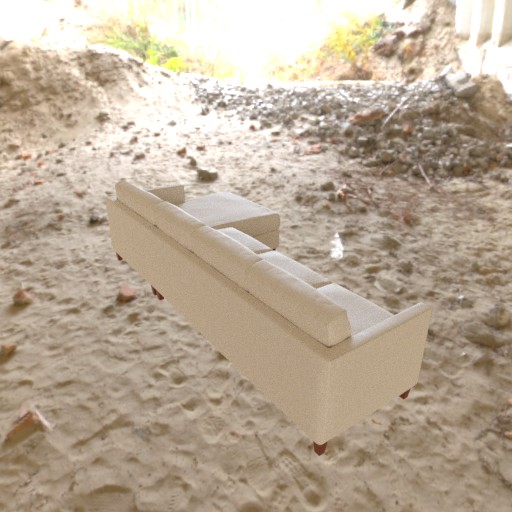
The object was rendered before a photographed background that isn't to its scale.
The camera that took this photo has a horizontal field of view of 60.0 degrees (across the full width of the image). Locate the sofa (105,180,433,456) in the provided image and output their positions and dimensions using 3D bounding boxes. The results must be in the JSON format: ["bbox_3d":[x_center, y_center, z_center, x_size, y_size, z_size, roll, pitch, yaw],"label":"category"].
[{"bbox_3d":[0.000,0.000,4.098,1.606,0.954,3.471,-17,30,-32],"label":"sofa"}]
